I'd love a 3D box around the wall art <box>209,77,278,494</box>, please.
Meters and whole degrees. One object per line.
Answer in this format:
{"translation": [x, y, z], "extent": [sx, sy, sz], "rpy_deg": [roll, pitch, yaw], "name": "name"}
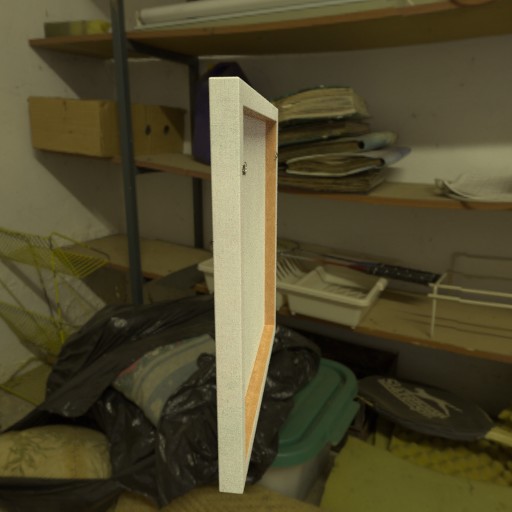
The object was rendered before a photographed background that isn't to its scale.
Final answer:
{"translation": [0.000, 0.000, 0.911], "extent": [0.040, 0.612, 0.612], "rpy_deg": [2, 15, 7], "name": "wall art"}
